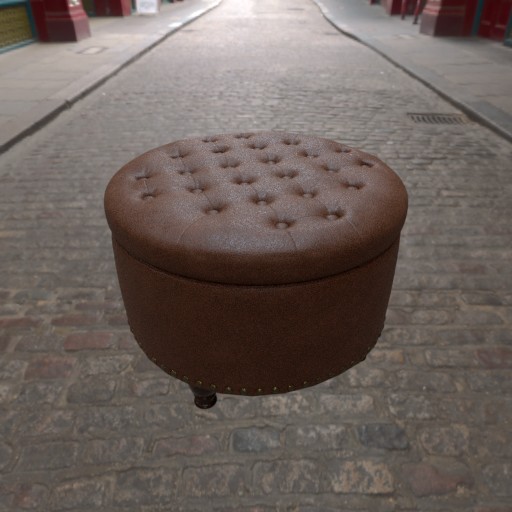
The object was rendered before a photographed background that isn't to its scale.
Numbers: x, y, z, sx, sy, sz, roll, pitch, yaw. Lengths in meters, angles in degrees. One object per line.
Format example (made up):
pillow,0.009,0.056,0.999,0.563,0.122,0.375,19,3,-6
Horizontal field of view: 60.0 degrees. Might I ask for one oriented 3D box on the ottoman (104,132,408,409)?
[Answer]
ottoman,0.000,0.000,1.059,0.637,0.442,0.637,0,32,0
